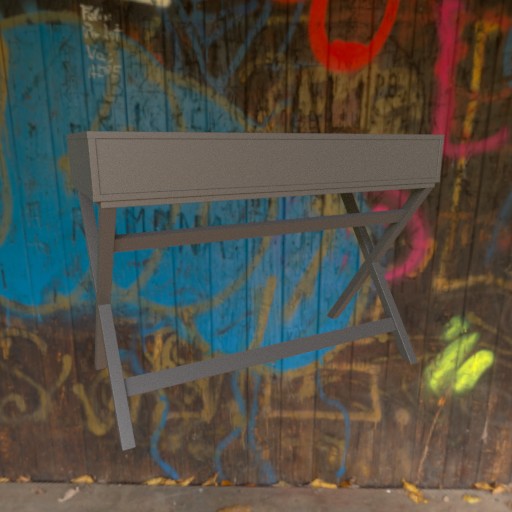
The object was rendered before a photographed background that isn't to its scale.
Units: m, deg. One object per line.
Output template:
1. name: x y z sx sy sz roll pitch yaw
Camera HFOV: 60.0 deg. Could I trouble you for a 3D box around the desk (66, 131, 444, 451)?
1. desk: 0.000 0.000 1.477 1.057 0.780 0.525 -7 16 -26
